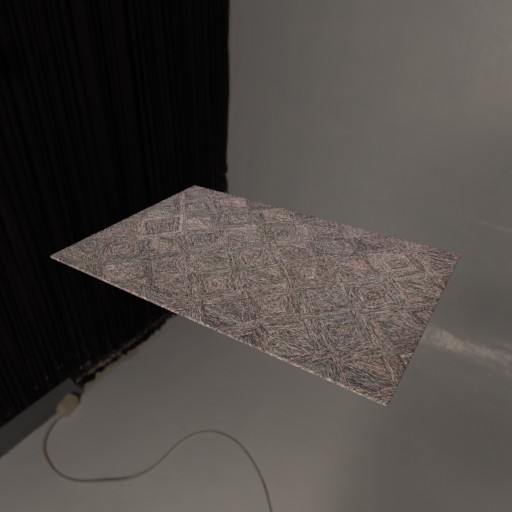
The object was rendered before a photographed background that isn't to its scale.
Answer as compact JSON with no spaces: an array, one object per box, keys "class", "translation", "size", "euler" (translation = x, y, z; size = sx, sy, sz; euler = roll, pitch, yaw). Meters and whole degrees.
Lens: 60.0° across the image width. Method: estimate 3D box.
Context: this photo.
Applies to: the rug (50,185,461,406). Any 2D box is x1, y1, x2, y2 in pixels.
[{"class":"rug","translation":[0.000,0.000,2.962],"size":[2.298,0.017,1.501],"euler":[18,35,28]}]
